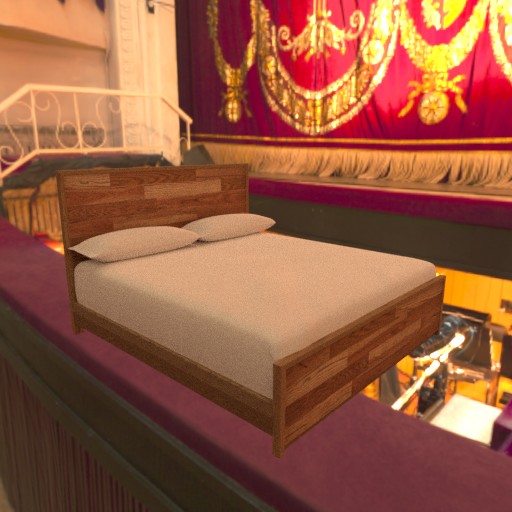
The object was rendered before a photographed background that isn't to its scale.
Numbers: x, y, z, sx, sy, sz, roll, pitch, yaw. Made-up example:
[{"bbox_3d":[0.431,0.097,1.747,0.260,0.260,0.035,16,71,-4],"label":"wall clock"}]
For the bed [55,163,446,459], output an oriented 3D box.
[{"bbox_3d":[0.000,0.000,3.427,2.184,1.295,2.013,13,19,41],"label":"bed"}]
